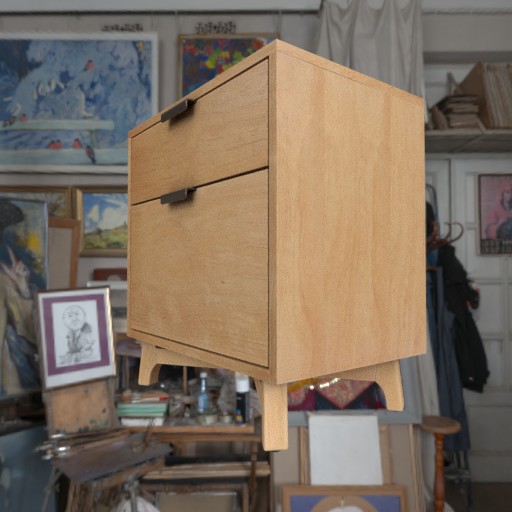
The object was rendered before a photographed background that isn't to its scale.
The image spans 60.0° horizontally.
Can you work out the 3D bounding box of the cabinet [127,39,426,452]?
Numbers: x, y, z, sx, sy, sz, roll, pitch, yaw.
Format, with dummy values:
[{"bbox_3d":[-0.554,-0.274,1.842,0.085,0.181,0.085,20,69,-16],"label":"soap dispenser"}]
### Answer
[{"bbox_3d":[0.000,0.000,0.945,0.394,0.599,0.551,1,-2,-38],"label":"cabinet"}]
